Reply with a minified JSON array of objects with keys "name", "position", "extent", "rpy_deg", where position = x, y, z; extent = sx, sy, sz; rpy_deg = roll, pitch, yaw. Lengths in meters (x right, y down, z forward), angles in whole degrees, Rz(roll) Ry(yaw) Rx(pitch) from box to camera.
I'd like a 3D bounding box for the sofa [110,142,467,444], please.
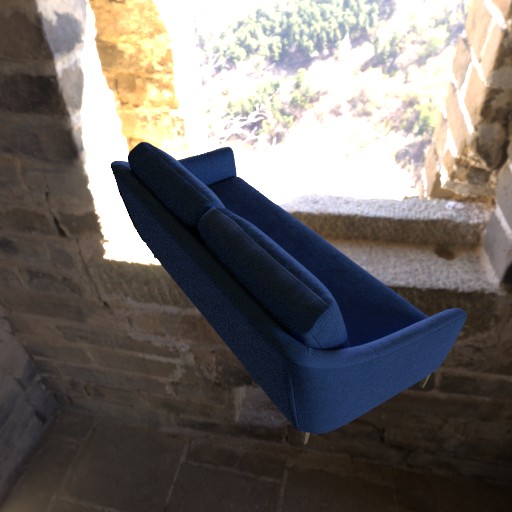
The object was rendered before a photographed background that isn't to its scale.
[{"name":"sofa","position":[0.000,0.000,2.513],"extent":[0.960,0.903,2.036],"rpy_deg":[-24,45,-26]}]
